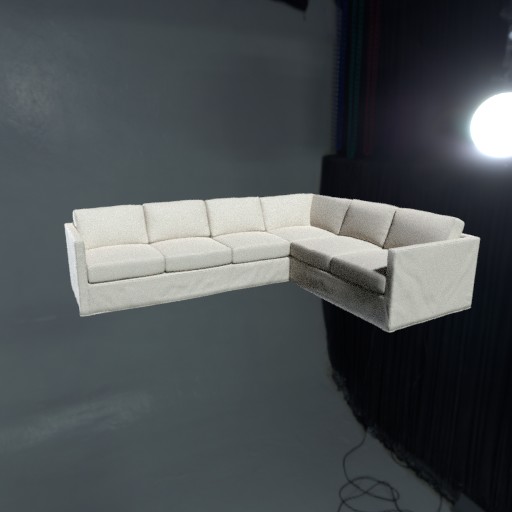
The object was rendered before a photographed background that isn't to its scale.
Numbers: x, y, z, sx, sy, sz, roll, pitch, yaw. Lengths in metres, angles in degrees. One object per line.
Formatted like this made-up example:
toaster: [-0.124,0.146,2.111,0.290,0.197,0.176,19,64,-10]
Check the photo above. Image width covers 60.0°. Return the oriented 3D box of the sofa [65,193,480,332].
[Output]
sofa: [0.000,0.000,4.260,3.182,0.871,2.432,-8,16,-27]
